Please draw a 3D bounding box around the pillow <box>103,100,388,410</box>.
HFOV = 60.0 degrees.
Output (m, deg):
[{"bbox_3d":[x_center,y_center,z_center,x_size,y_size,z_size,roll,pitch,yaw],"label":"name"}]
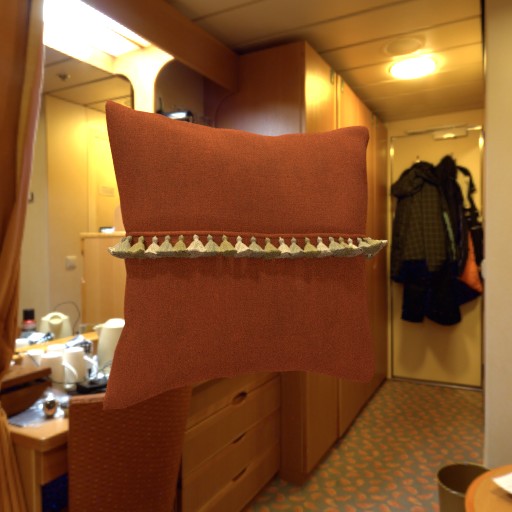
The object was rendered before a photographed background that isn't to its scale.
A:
[{"bbox_3d":[0.000,0.000,0.746,0.490,0.482,0.165,0,1,-19],"label":"pillow"}]
